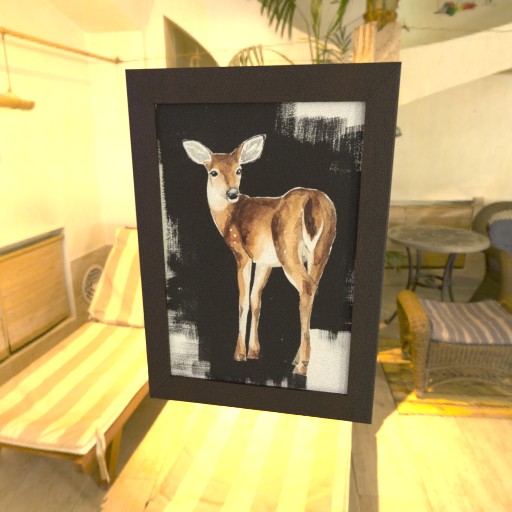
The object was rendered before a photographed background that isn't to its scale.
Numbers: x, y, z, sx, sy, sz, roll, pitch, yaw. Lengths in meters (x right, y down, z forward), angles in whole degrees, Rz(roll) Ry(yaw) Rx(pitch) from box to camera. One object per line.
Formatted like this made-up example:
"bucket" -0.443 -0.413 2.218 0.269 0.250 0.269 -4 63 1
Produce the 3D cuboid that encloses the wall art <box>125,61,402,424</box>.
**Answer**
"wall art" 0.000 0.000 0.640 0.359 0.508 0.013 3 16 11
